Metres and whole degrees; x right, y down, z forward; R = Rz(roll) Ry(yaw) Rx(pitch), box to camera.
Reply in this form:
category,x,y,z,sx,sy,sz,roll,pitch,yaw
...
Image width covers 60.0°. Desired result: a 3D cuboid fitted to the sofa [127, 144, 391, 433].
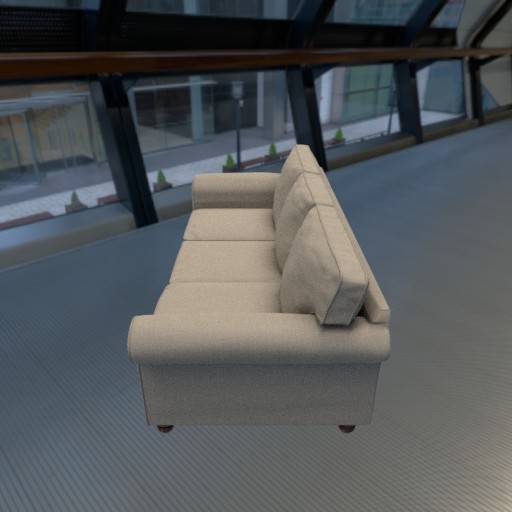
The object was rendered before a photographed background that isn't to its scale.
category,x,y,z,sx,sy,sz,roll,pitch,yaw
sofa,0.000,0.000,2.621,0.998,0.889,2.118,0,27,0
